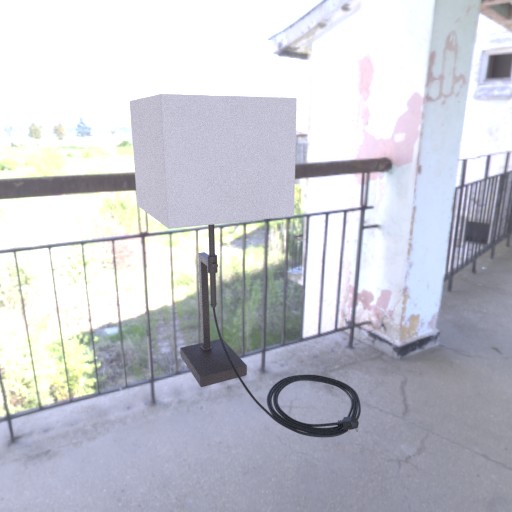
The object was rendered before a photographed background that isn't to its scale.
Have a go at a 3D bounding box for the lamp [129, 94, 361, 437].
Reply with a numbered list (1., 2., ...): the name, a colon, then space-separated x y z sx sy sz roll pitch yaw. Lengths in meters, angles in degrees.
1. lamp: 0.000 0.000 0.978 0.399 0.660 0.504 -8 18 -25
